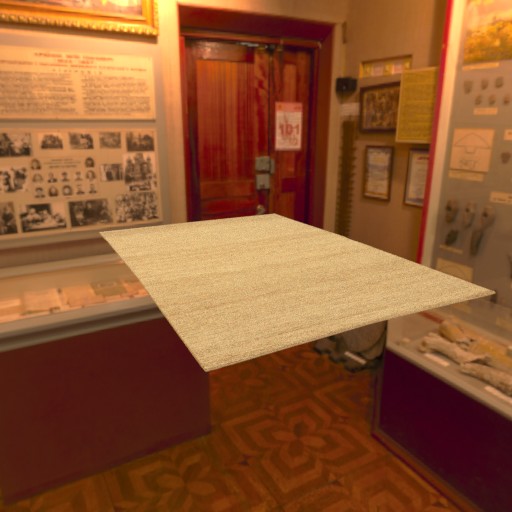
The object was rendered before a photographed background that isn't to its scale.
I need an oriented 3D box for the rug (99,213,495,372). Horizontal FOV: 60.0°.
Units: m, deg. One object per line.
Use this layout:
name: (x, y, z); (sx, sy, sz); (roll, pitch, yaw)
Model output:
rug: (0.000, 0.000, 2.873); (1.596, 0.030, 2.283); (-9, 19, -26)
